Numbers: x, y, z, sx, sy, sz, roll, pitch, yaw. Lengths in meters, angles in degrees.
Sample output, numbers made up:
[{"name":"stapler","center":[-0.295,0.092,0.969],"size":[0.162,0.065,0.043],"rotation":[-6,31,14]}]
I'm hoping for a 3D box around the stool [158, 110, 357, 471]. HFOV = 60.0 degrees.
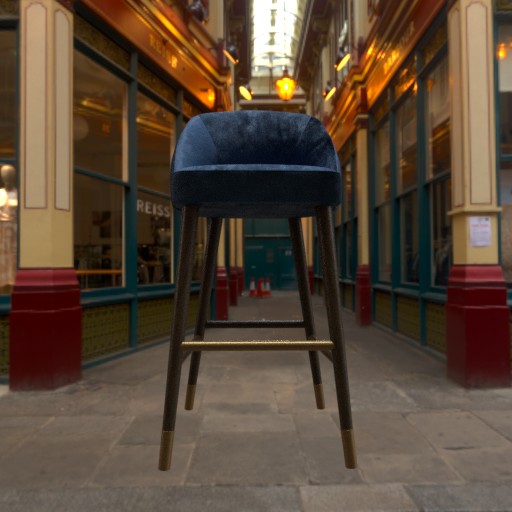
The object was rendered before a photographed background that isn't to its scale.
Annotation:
[{"name":"stool","center":[0.000,0.000,1.301],"size":[0.514,1.016,0.515],"rotation":[0,-1,-1]}]
